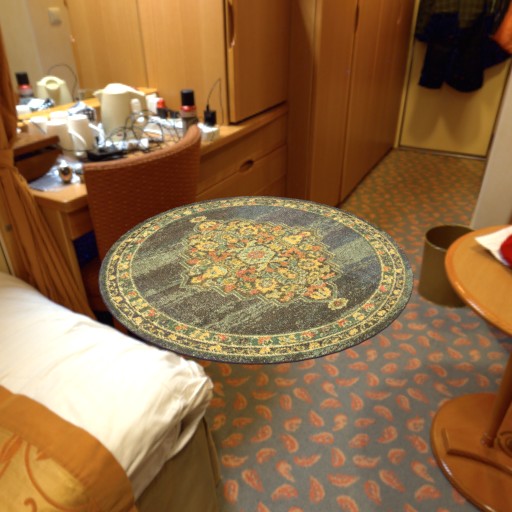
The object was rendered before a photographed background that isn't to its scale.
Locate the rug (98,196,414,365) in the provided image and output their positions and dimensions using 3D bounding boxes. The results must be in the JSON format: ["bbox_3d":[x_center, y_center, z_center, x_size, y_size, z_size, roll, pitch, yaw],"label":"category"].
[{"bbox_3d":[0.000,0.000,3.508,2.386,0.014,2.386,0,31,0],"label":"rug"}]
